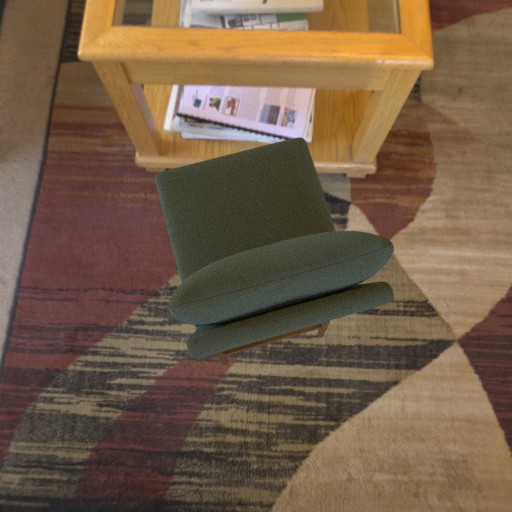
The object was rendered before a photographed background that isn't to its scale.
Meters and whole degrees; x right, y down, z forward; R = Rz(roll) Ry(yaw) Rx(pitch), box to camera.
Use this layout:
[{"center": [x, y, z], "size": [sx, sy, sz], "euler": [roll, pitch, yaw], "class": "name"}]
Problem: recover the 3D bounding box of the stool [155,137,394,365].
[{"center": [0.000, 0.000, 1.366], "size": [0.463, 1.032, 0.568], "euler": [-15, 75, -4], "class": "stool"}]
